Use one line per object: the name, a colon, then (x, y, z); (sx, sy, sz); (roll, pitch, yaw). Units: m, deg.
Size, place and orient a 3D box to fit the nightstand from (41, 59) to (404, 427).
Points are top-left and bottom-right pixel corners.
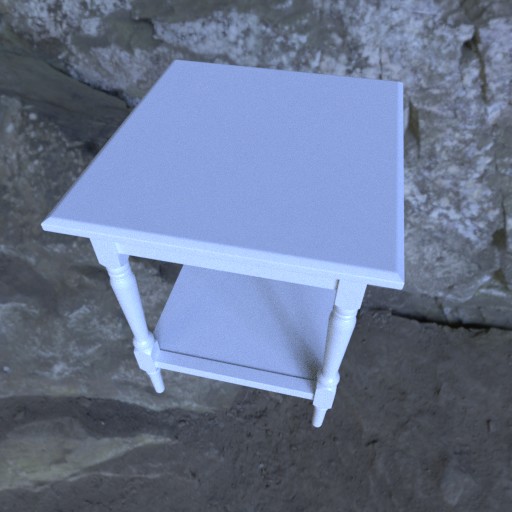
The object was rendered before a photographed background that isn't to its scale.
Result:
nightstand: (0.000, 0.000, 0.906); (0.459, 0.555, 0.505); (9, 48, 9)
